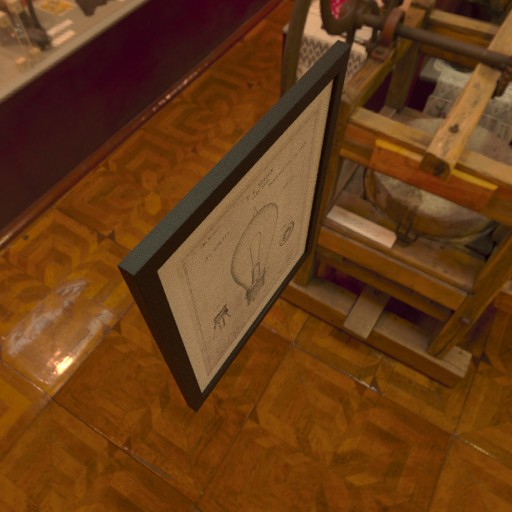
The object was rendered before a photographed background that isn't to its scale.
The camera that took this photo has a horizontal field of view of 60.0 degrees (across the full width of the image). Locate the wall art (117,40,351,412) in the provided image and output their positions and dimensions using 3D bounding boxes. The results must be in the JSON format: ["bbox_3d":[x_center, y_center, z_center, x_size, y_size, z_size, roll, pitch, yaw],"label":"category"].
[{"bbox_3d":[0.000,0.000,0.714,0.021,0.509,0.430,29,62,17],"label":"wall art"}]
